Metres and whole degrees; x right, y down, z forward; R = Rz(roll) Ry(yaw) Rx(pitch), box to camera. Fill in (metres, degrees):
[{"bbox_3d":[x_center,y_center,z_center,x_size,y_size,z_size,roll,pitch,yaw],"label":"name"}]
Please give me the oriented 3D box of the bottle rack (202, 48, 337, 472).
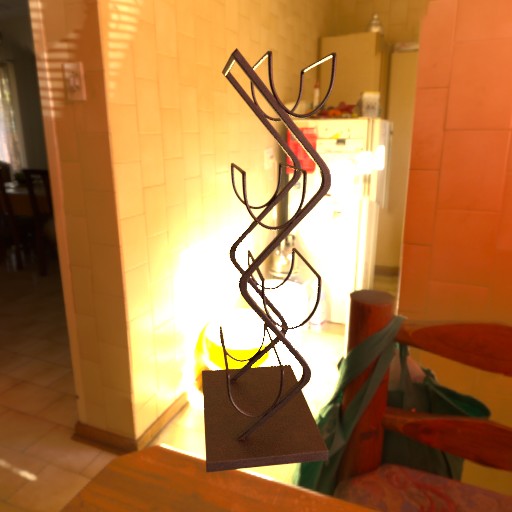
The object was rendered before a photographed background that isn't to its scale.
[{"bbox_3d":[0.000,0.000,0.684,0.178,0.559,0.254,-2,16,-8],"label":"bottle rack"}]
